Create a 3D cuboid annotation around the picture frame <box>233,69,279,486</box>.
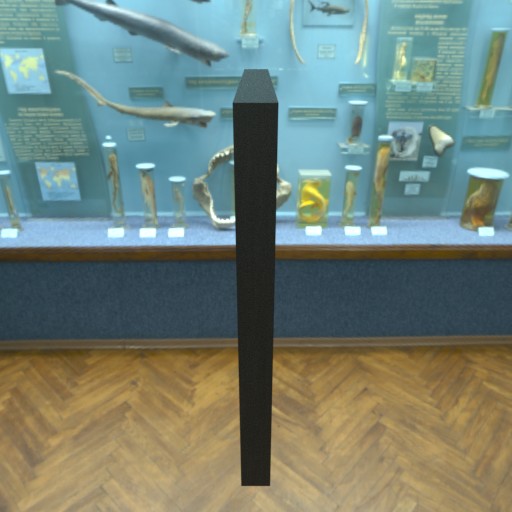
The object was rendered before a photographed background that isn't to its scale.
[{"bbox_3d":[0.000,0.000,0.751,0.044,0.555,0.452,0,27,0],"label":"picture frame"}]
